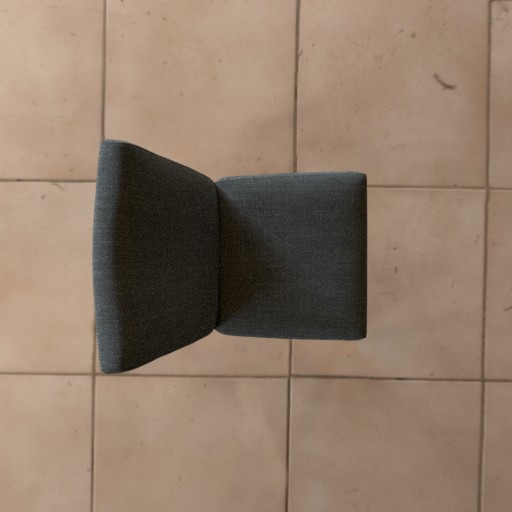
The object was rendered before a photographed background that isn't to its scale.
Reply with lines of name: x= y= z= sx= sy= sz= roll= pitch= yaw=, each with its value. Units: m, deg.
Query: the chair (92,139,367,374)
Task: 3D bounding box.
chair: x=0.000 y=0.000 z=1.255 sx=0.629 sy=0.884 sz=0.487 roll=0 pitch=90 yaw=-1
